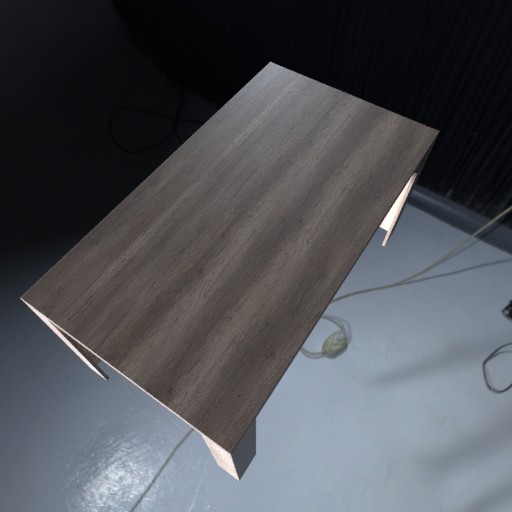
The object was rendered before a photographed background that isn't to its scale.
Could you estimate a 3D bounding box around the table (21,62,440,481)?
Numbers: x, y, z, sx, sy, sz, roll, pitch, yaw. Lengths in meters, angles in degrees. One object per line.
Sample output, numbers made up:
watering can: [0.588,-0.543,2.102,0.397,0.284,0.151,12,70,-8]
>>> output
table: [0.000,0.000,2.088,0.900,0.775,1.600,30,63,17]
